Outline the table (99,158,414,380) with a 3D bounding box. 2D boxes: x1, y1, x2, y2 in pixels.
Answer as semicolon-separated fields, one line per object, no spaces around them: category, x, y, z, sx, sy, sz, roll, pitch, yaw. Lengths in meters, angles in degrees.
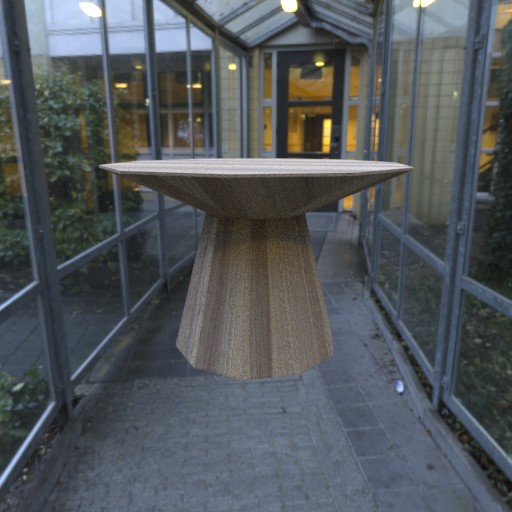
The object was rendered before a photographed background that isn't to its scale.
table;0.000;0.000;1.843;1.186;0.752;1.186;0;14;0
